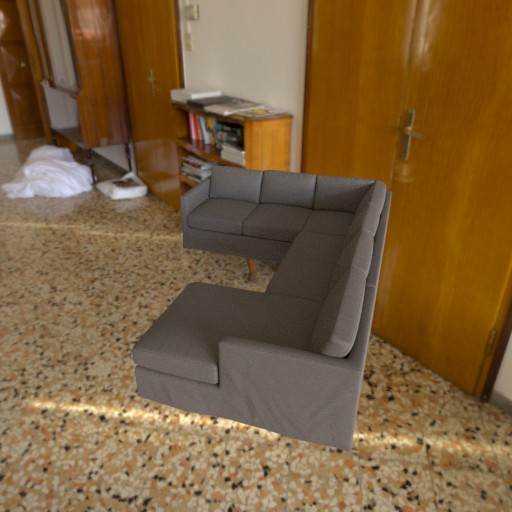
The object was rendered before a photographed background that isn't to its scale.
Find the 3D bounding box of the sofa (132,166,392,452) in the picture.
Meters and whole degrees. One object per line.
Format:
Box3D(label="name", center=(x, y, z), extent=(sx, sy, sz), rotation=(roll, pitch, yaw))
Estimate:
Box3D(label="sofa", center=(0.000, 0.000, 4.481), extent=(2.427, 0.882, 3.460), rotation=(9, 28, 16))
